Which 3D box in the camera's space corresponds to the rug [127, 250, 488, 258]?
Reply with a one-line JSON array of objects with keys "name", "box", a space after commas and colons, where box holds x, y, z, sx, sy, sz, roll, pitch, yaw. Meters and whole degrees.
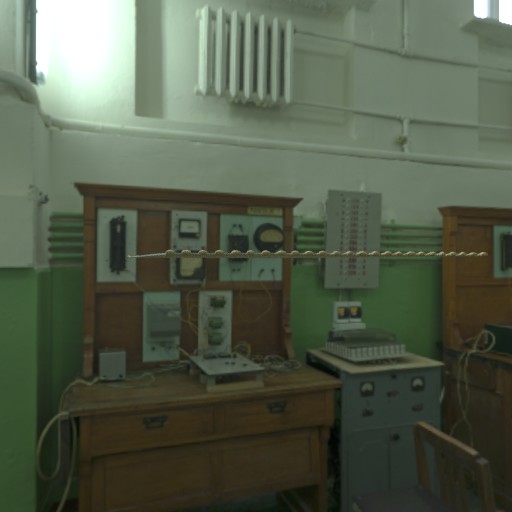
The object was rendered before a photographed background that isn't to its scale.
[{"name": "rug", "box": [0.000, 0.000, 3.020, 1.556, 0.022, 2.433, 0, -1, -20]}]
